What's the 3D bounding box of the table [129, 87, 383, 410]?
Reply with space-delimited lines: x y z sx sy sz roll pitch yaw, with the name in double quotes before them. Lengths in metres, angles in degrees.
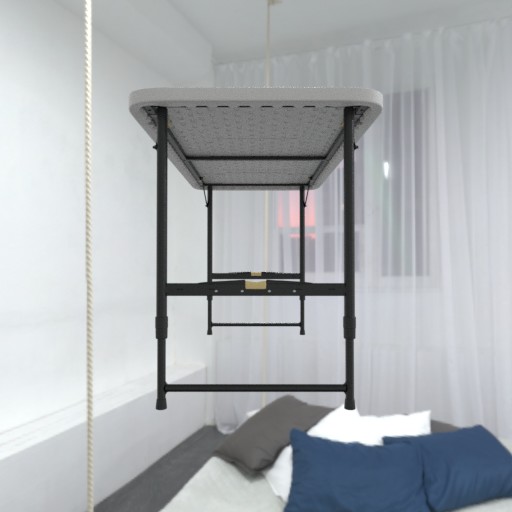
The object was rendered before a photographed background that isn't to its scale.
"table" 0.000 0.000 1.590 0.610 0.737 1.219 0 -1 0
